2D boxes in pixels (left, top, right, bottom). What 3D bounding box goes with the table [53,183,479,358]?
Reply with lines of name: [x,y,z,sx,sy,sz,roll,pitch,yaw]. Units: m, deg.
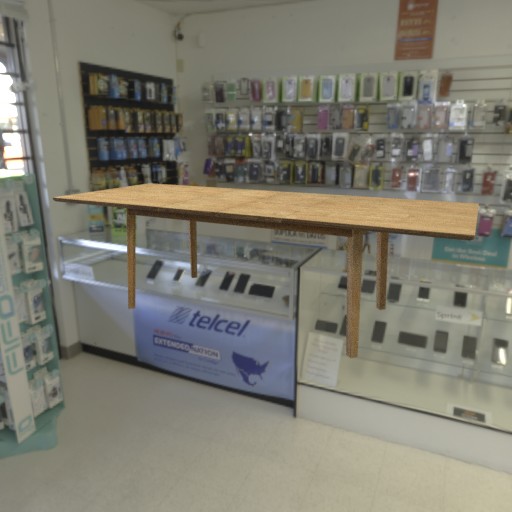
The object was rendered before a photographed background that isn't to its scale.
table: [0.000,0.000,2.992,2.603,0.752,1.000,8,17,26]
